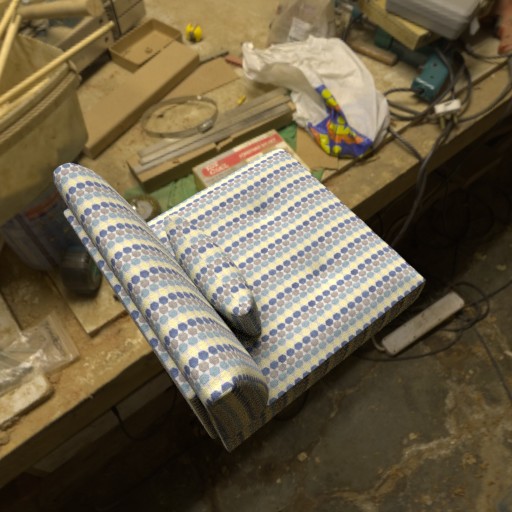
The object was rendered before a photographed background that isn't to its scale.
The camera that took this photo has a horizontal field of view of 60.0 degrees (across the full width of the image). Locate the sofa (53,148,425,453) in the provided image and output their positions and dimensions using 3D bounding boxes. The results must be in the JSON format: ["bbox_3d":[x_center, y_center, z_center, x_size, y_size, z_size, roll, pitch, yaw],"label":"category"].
[{"bbox_3d":[0.000,0.000,1.686,1.000,0.830,0.930,-33,65,-18],"label":"sofa"}]
